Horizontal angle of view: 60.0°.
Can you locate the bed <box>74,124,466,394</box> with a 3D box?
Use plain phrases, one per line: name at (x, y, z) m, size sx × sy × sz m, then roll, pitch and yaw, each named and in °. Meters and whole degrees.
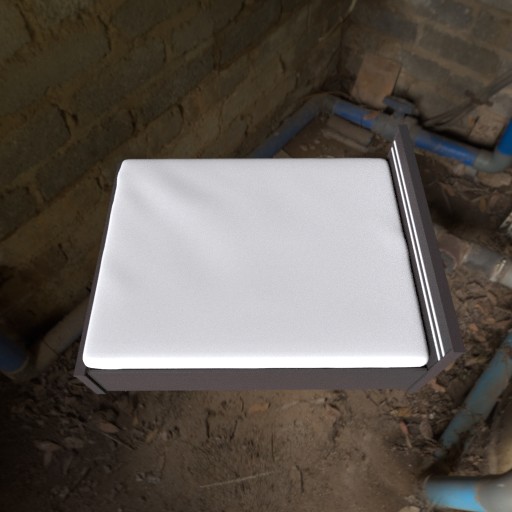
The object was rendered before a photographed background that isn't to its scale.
bed at (0.000, 0.000, 2.994) m, size 2.103 × 0.808 × 1.634 m, roll 0°, pitch 59°, yaw 0°
